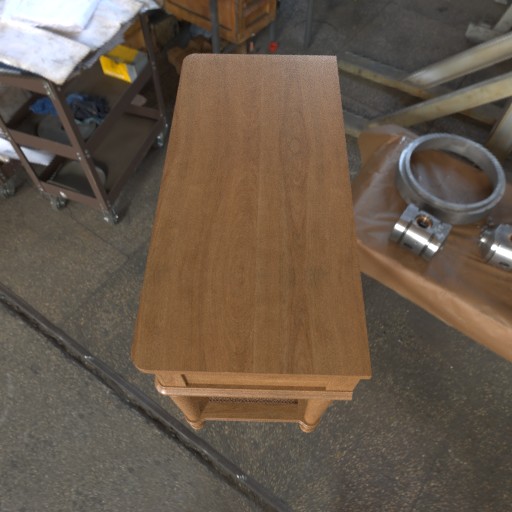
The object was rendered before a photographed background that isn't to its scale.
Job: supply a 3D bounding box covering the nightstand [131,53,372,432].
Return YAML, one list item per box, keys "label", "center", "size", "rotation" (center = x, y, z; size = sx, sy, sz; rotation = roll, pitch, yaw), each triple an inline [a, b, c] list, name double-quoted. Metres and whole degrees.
- label: "nightstand"
  center: [0.000, 0.000, 1.318]
  size: [0.432, 0.700, 0.914]
  rotation: [1, 58, 1]
